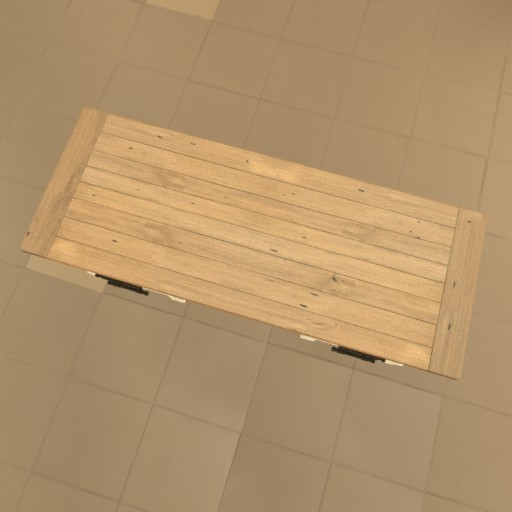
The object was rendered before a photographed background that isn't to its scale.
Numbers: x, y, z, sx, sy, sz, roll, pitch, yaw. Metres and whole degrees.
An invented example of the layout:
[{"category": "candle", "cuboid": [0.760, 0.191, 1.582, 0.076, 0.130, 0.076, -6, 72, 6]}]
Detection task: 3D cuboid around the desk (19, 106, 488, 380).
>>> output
[{"category": "desk", "cuboid": [0.000, 0.000, 2.186, 1.803, 0.760, 0.688, 16, 75, 4]}]
